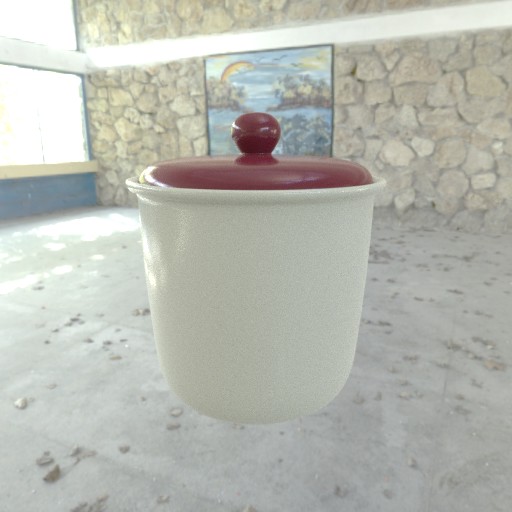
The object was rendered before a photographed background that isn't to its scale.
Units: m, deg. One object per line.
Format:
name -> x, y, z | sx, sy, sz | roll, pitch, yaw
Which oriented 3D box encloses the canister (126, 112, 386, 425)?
canister -> 0.000, 0.000, 0.336 | 0.182, 0.208, 0.182 | 0, 15, 0
